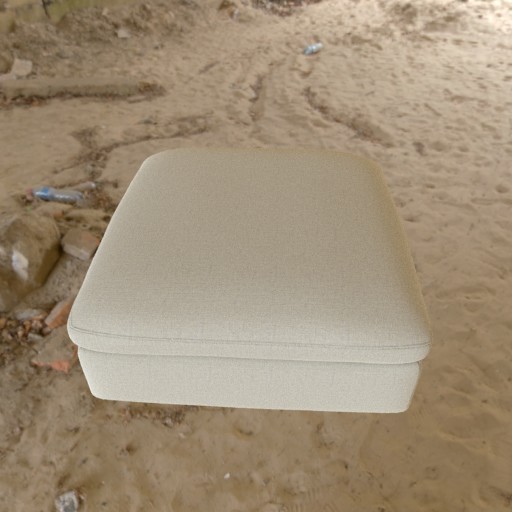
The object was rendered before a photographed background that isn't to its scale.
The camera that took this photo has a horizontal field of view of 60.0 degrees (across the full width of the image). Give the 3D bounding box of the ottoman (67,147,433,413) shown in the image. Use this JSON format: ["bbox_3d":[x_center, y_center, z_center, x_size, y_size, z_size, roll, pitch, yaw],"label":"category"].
[{"bbox_3d":[0.000,0.000,1.558,0.977,0.467,0.996,2,41,2],"label":"ottoman"}]
